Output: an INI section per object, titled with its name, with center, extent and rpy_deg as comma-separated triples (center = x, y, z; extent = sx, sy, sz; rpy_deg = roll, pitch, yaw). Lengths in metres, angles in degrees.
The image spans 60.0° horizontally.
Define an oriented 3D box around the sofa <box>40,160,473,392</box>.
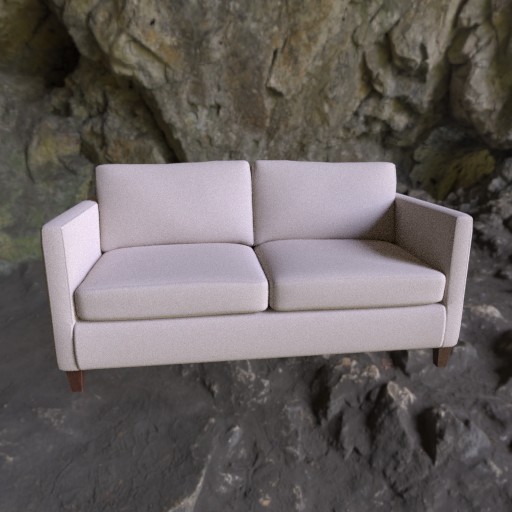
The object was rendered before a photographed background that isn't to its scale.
[sofa]
center = 0.000, 0.000, 2.164
extent = 1.722, 0.888, 0.873
rpy_deg = -2, 16, -7
